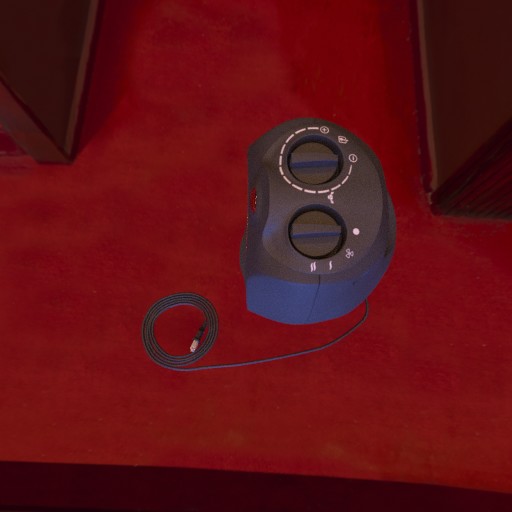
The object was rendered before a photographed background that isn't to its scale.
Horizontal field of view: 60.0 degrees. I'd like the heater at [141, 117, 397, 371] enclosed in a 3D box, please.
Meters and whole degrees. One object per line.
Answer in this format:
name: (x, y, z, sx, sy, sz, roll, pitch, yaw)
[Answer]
heater: (0.000, 0.000, 0.468, 0.291, 0.240, 0.239, 0, 76, 0)
